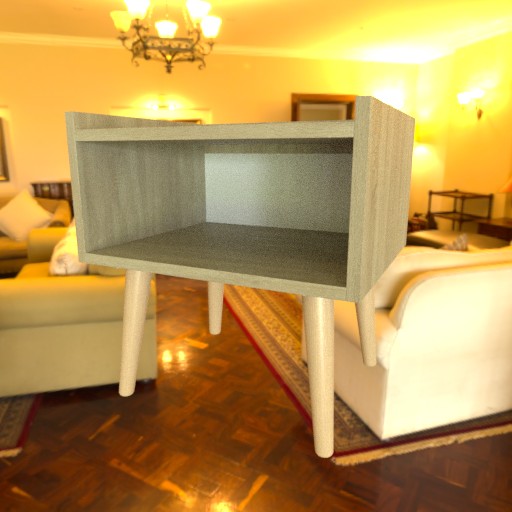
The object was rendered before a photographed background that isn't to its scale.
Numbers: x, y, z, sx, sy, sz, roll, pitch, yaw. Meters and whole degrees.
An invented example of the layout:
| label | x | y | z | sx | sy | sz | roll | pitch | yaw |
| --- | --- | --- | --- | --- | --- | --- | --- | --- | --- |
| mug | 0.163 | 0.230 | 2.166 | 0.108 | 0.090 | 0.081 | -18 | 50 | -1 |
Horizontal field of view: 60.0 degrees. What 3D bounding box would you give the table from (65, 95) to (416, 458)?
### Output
| label | x | y | z | sx | sy | sz | roll | pitch | yaw |
| --- | --- | --- | --- | --- | --- | --- | --- | --- | --- |
| table | 0.000 | 0.000 | 0.775 | 0.450 | 0.470 | 0.370 | 6 | 15 | 25 |
